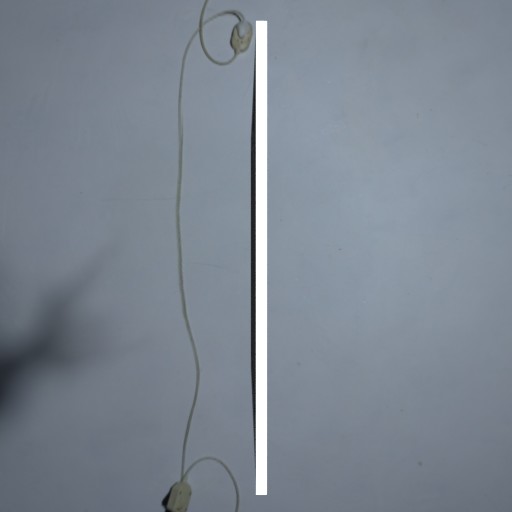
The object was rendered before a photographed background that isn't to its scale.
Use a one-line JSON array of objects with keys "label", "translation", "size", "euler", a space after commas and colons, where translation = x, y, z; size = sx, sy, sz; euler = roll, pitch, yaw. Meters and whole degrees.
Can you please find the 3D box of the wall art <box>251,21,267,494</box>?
[{"label": "wall art", "translation": [0.000, 0.000, 0.841], "size": [0.013, 0.584, 0.584], "euler": [0, 91, -1]}]
